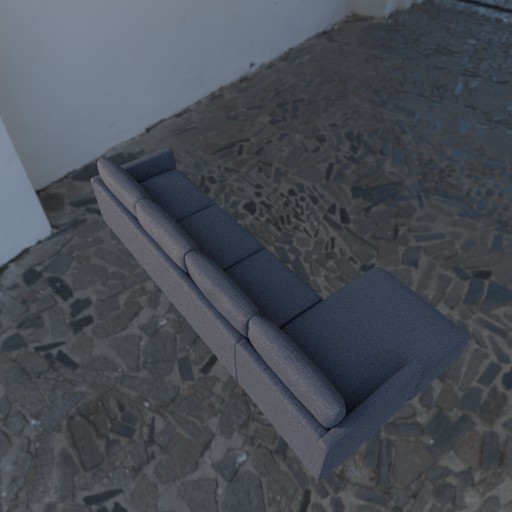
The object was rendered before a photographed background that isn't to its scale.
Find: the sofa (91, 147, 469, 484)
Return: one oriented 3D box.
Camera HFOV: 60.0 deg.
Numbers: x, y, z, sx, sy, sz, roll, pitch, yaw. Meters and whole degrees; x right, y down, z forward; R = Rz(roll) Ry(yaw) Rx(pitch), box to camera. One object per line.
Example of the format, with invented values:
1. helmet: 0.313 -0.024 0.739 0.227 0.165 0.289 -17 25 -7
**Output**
1. sofa: 0.000 0.000 2.856 1.125 0.673 2.445 -30 54 -25
